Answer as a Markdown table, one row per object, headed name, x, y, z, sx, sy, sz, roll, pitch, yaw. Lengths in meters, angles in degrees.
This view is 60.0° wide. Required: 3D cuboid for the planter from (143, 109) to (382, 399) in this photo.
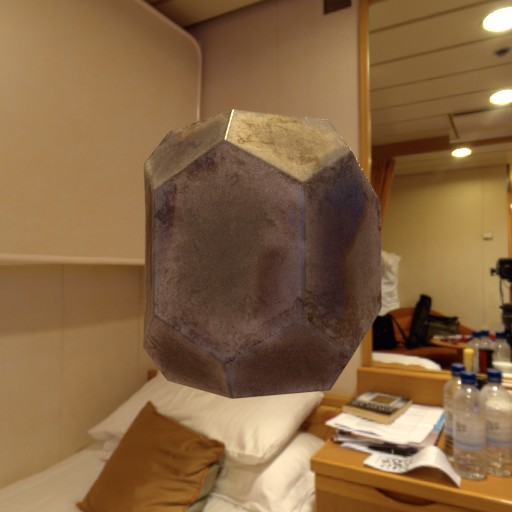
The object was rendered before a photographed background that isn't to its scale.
| name | x | y | z | sx | sy | sz | roll | pitch | yaw |
| --- | --- | --- | --- | --- | --- | --- | --- | --- | --- |
| planter | 0.000 | 0.000 | 0.447 | 0.221 | 0.238 | 0.243 | 1 | -2 | -17 |
